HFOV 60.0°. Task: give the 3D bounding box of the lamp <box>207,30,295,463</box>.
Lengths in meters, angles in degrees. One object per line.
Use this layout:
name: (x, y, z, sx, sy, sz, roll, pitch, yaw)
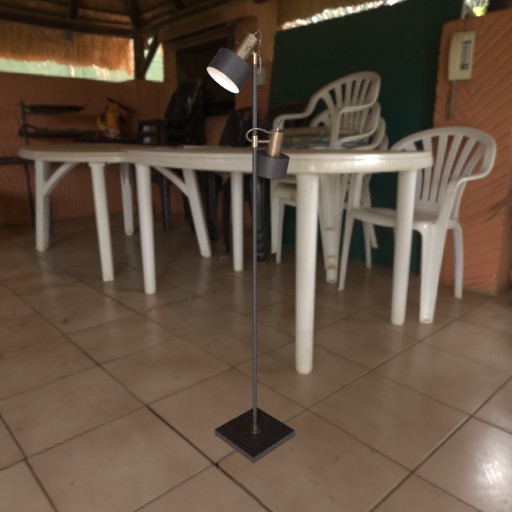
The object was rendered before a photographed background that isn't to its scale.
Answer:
lamp: (0.000, 0.000, 1.613, 0.315, 1.505, 0.233, -14, 20, -42)
